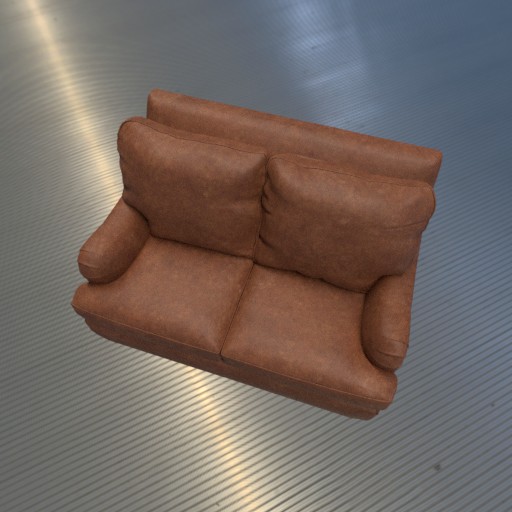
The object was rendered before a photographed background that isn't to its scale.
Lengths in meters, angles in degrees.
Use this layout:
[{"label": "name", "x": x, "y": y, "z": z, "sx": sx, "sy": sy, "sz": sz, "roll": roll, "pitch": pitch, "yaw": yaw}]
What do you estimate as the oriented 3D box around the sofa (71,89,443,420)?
[{"label": "sofa", "x": 0.000, "y": 0.000, "z": 2.176, "sx": 1.527, "sy": 1.004, "sz": 1.077, "roll": 15, "pitch": 60, "yaw": 9}]
